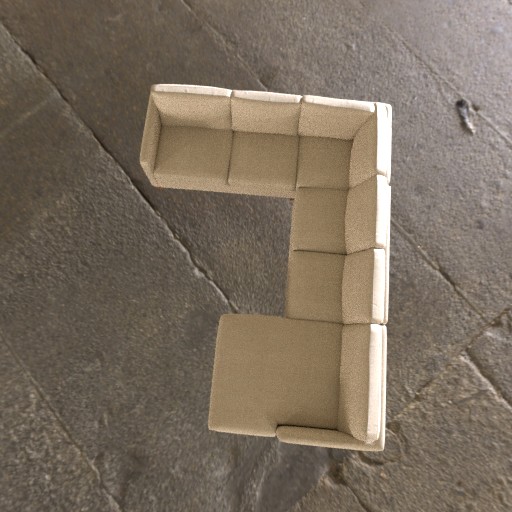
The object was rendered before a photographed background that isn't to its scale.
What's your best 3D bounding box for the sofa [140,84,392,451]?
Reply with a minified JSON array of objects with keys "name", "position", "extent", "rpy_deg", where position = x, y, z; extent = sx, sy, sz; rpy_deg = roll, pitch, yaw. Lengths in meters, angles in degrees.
[{"name":"sofa","position":[0.000,0.000,4.537],"extent":[2.594,0.961,3.460],"rpy_deg":[5,76,1]}]
